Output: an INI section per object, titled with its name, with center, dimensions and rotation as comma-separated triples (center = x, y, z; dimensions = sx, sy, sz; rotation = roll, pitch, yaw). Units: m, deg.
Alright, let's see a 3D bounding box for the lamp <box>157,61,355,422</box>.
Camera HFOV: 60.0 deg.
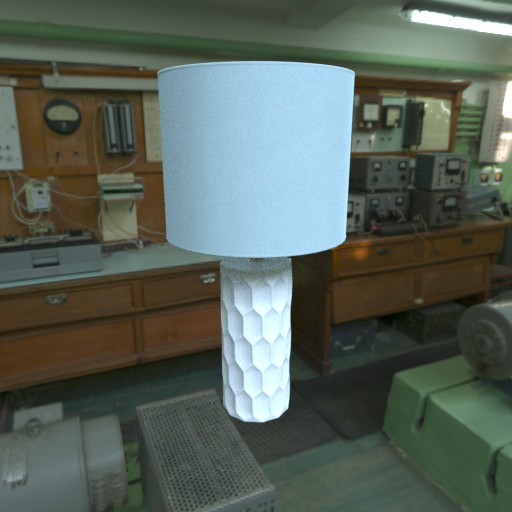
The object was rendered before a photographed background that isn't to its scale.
[lamp]
center = 0.000, 0.000, 0.705
dimensions = 0.277, 0.534, 0.277
rotation = -7, 17, -24
